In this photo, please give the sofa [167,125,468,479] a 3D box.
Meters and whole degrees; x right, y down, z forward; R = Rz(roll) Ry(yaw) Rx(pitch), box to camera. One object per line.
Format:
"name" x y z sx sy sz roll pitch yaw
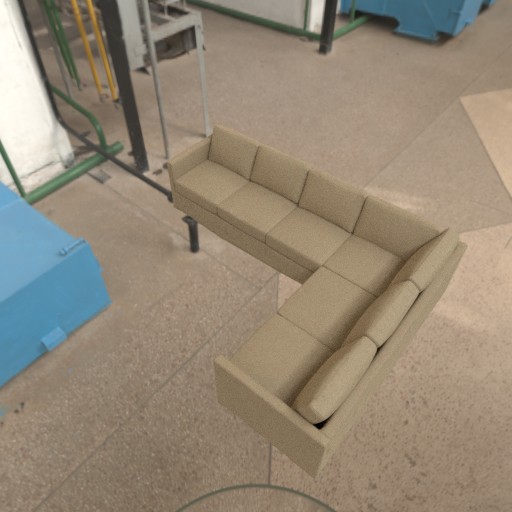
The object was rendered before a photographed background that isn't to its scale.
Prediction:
"sofa" 0.000 0.000 4.381 3.182 0.871 2.432 31 54 26
